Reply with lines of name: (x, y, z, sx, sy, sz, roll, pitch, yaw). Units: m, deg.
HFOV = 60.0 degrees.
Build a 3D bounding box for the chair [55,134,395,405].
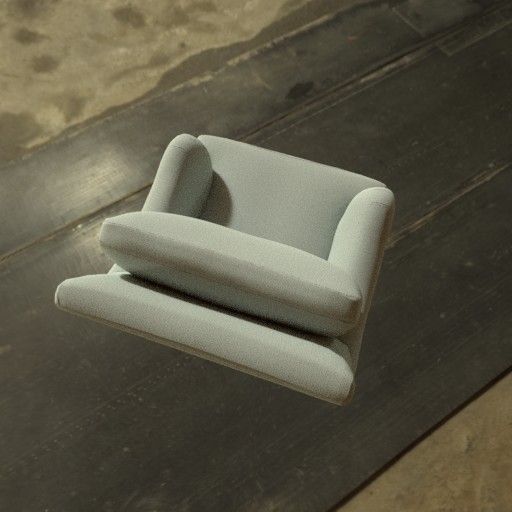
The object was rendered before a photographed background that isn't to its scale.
chair: (0.000, 0.000, 1.828, 0.955, 1.038, 1.070, 17, 66, 8)
